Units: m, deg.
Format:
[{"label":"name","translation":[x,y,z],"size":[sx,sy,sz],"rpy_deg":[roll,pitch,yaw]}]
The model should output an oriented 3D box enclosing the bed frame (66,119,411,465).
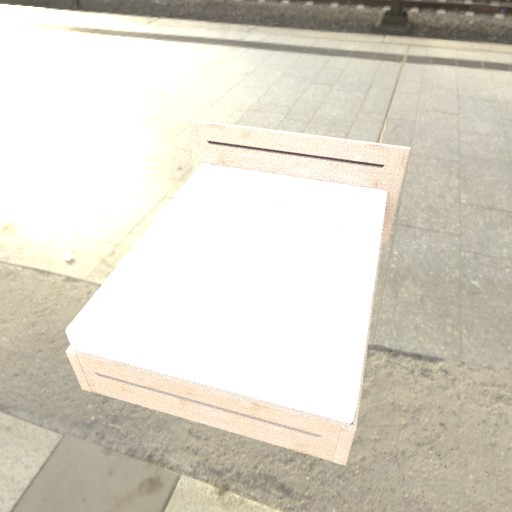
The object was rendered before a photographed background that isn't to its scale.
[{"label":"bed frame","translation":[0.000,0.000,3.057],"size":[1.800,0.900,2.080],"rpy_deg":[11,41,13]}]
